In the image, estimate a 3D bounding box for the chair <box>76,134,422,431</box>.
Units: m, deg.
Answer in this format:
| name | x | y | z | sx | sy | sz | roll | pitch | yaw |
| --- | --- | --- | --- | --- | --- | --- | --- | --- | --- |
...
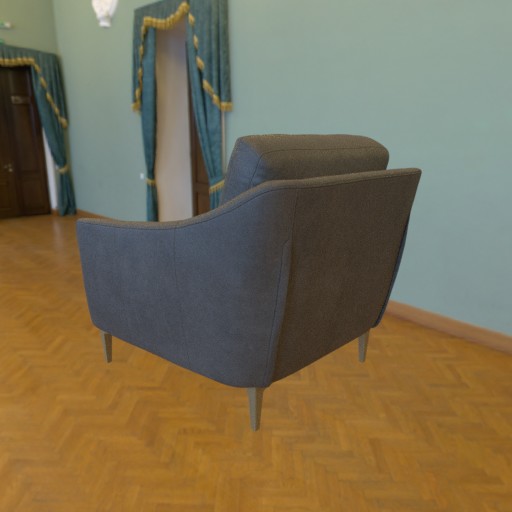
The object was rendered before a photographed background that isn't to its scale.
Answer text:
| name | x | y | z | sx | sy | sz | roll | pitch | yaw |
| --- | --- | --- | --- | --- | --- | --- | --- | --- | --- |
| chair | 0.000 | 0.000 | 1.696 | 0.988 | 0.901 | 0.961 | -15 | 21 | -43 |
